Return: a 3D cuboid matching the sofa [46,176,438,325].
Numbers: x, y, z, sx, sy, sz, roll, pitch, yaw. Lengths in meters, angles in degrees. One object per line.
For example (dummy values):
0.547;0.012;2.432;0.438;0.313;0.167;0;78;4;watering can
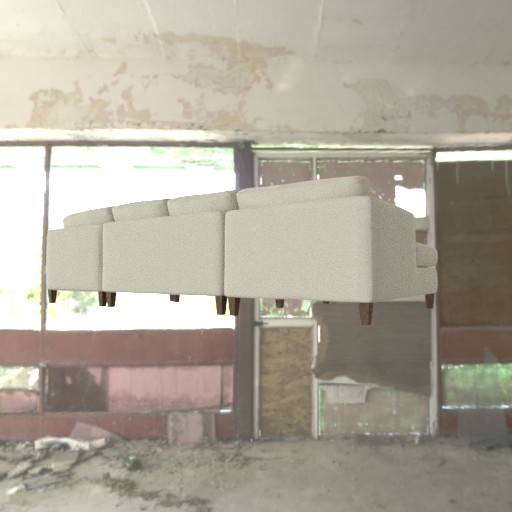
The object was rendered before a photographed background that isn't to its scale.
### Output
0.000;0.000;4.554;3.459;0.956;2.593;-2;-3;35;sofa
